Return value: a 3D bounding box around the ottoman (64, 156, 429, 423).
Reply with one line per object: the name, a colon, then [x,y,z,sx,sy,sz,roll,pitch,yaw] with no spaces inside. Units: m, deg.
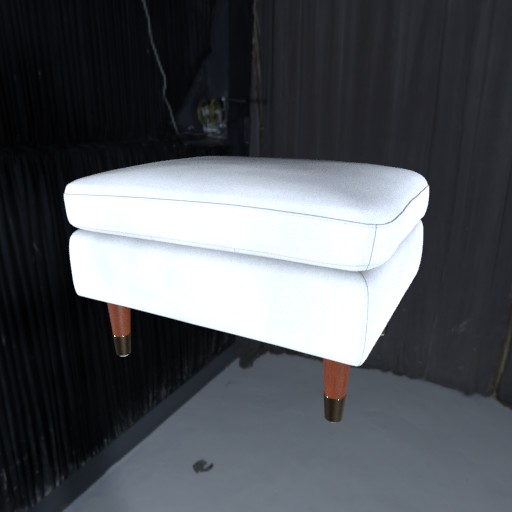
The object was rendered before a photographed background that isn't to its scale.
ottoman: [0.000,0.000,1.112,0.747,0.478,0.593,9,19,26]
